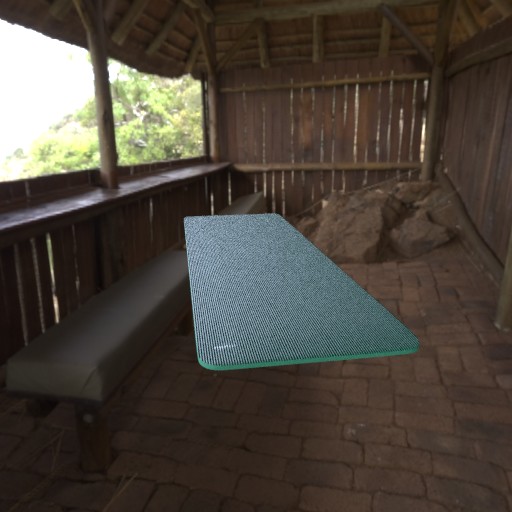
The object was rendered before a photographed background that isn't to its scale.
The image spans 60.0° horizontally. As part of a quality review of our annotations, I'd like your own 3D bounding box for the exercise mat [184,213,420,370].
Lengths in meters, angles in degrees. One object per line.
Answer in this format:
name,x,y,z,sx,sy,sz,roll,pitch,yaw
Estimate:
exercise mat,0.000,0.000,2.028,0.616,0.021,1.869,-3,17,-10
